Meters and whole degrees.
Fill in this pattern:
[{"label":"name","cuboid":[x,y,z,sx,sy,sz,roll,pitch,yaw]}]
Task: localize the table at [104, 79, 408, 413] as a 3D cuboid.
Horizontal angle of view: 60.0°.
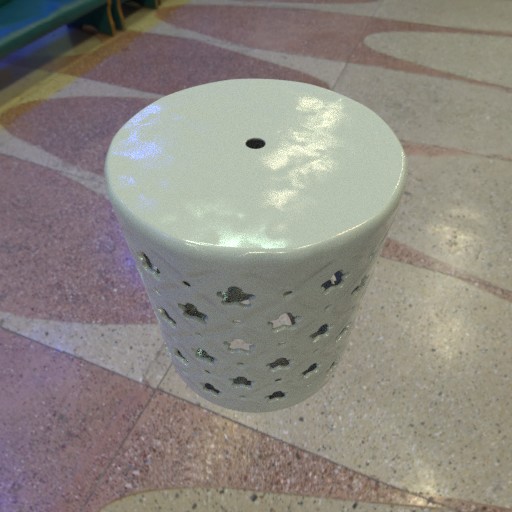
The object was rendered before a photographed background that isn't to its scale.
[{"label":"table","cuboid":[0.000,0.000,0.656,0.352,0.387,0.352,0,47,0]}]
